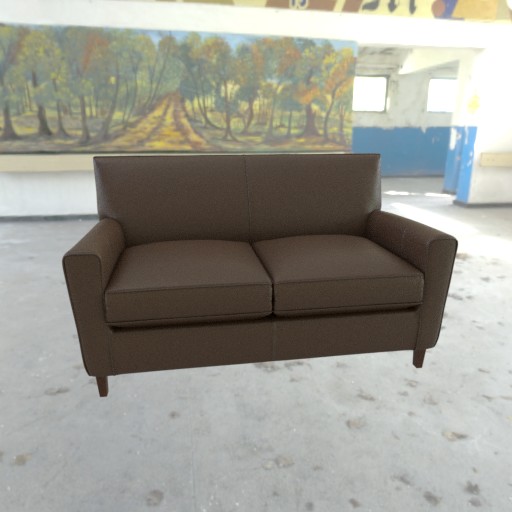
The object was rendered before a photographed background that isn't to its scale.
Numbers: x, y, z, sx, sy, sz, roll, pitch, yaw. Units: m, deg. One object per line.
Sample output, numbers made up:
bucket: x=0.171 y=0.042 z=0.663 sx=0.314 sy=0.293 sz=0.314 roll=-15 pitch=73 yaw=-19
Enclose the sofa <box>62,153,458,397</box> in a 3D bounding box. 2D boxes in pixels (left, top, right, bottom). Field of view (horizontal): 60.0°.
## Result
sofa: x=0.000 y=0.000 z=2.014 sx=1.468 sy=0.859 sz=0.853 roll=-3 pitch=16 yaw=-9
